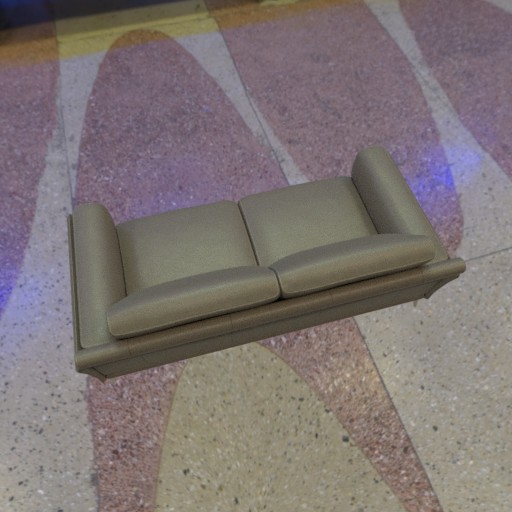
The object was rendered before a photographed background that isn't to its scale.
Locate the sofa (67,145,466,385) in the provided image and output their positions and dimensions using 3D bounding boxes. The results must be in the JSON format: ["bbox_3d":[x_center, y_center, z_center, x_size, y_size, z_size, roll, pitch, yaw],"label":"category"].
[{"bbox_3d":[0.000,0.000,2.656,2.101,0.930,1.049,-13,59,-8],"label":"sofa"}]
